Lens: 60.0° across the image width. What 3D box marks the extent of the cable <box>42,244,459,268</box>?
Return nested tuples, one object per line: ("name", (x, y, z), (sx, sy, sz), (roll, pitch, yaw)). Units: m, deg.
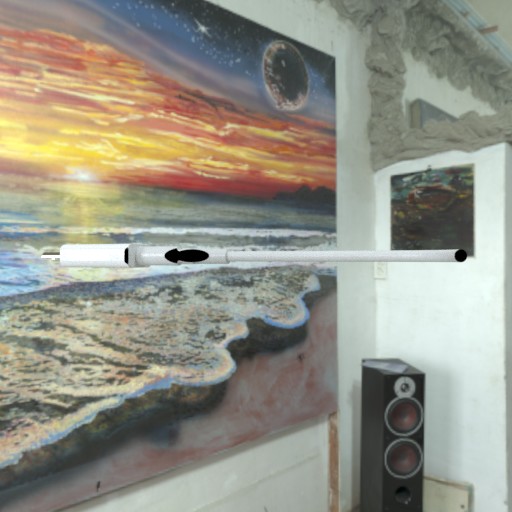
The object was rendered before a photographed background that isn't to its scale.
("cable", (0.000, 0.000, 0.111), (0.098, 0.006, 0.040), (0, 0, 18))
